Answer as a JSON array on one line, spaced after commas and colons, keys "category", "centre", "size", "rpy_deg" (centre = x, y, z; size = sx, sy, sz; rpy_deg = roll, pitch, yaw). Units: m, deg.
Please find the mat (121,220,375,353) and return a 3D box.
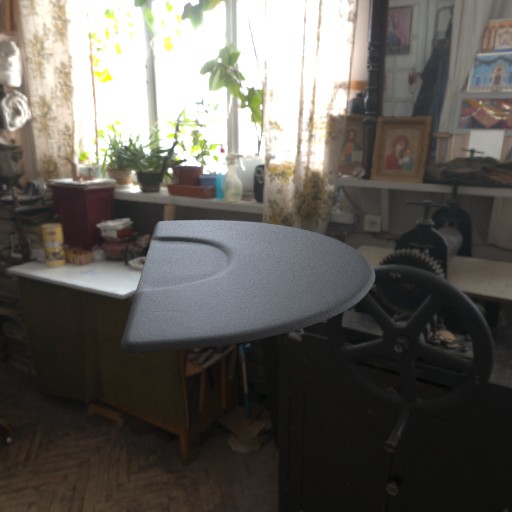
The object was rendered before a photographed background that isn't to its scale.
[{"category": "mat", "centre": [0.000, 0.000, 1.864], "size": [0.917, 0.022, 1.525], "rpy_deg": [-2, 17, -8]}]
